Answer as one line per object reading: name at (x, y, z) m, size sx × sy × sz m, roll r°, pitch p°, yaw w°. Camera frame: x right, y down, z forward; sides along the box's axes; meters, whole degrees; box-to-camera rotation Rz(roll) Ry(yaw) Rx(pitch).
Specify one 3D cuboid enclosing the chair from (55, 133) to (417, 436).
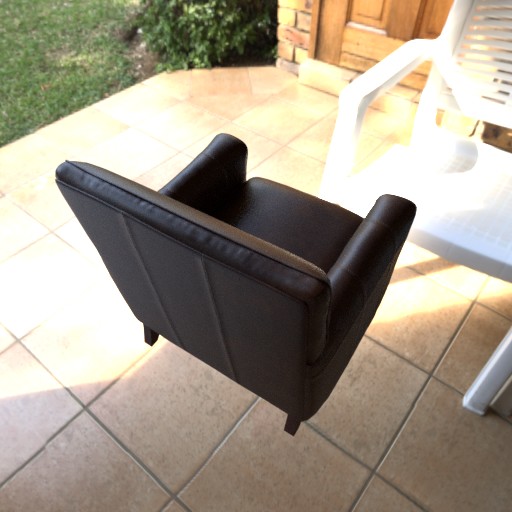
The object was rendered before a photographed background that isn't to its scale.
chair at (0.000, 0.000, 1.608) m, size 0.870 × 0.943 × 0.823 m, roll 25°, pitch 52°, yaw 22°
